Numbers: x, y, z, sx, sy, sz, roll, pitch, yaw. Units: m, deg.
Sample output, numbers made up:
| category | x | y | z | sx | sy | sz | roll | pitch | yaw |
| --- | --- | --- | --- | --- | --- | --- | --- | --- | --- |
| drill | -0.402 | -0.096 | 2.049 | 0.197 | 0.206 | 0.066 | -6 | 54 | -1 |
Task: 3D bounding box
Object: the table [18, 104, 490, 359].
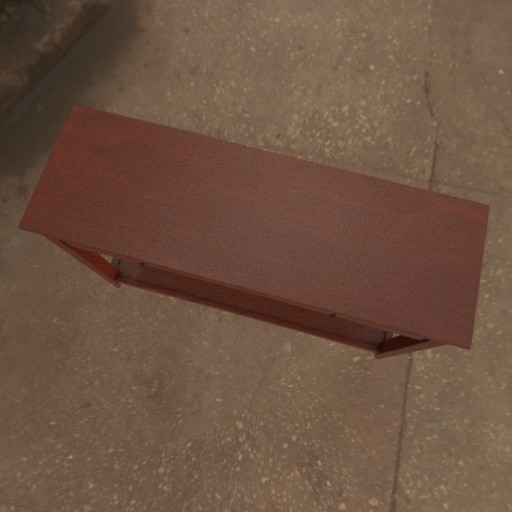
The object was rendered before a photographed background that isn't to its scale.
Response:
| category | x | y | z | sx | sy | sz | roll | pitch | yaw |
| --- | --- | --- | --- | --- | --- | --- | --- | --- | --- |
| table | 0.000 | 0.000 | 1.522 | 1.188 | 0.739 | 0.392 | 15 | 74 | 4 |
